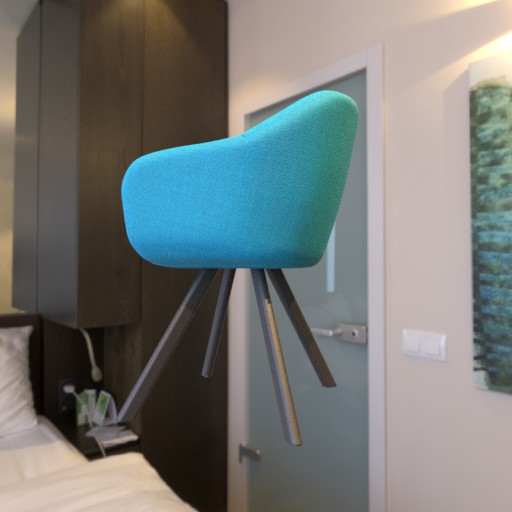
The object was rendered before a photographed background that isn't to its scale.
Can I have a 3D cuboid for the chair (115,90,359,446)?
[{"bbox_3d":[0.000,0.000,1.209,0.550,0.795,0.590,0,-1,19],"label":"chair"}]
